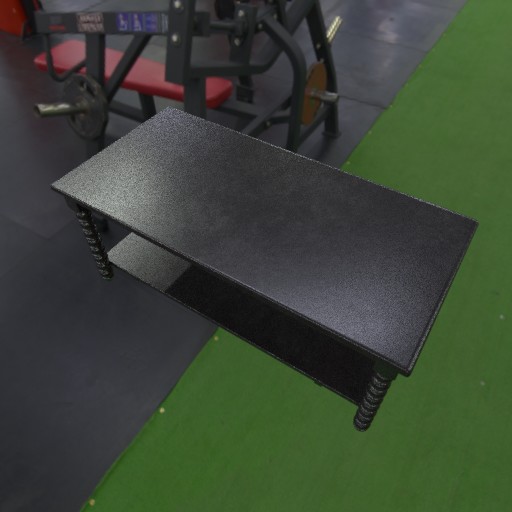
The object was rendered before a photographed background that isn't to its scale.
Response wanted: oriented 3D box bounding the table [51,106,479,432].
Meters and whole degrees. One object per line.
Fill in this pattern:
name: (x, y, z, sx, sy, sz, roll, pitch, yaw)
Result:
table: (0.000, 0.000, 1.508, 1.171, 0.487, 0.580, 26, 53, 21)
